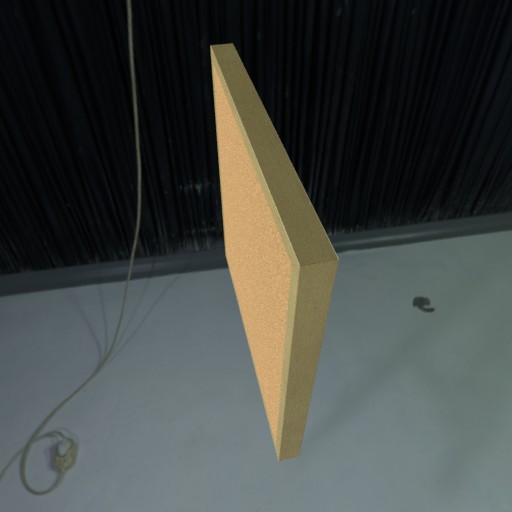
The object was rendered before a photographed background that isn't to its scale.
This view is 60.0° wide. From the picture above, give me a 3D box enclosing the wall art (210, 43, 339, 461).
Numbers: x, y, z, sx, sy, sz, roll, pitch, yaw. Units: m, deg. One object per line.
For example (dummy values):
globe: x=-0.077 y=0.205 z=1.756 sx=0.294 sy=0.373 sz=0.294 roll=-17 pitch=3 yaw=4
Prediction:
wall art: x=0.000 y=0.000 z=0.757 sx=0.038 sy=0.508 sz=0.508 roll=-10 pitch=48 yaw=-9
